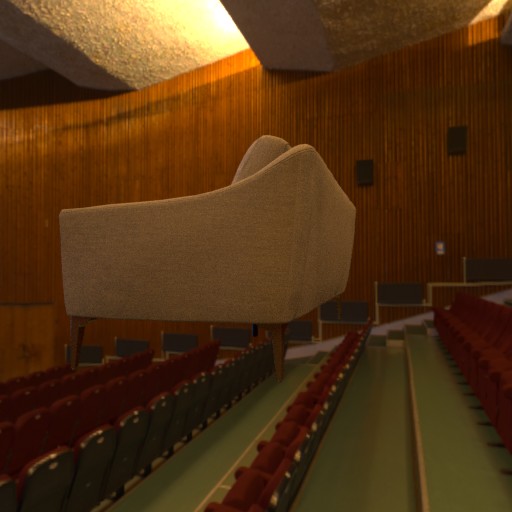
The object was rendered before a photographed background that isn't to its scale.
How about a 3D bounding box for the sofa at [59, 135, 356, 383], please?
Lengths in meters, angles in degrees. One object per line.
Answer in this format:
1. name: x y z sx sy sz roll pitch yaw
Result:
1. sofa: 0.000 0.000 2.517 0.980 0.913 2.036 0 -1 17
